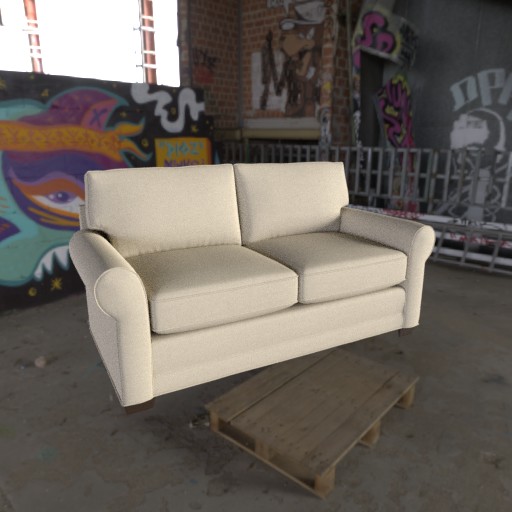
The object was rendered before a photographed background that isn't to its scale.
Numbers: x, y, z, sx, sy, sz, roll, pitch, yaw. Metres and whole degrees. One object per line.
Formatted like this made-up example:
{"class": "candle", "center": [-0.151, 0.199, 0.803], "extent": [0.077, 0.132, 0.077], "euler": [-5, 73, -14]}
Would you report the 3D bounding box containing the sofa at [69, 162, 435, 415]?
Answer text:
{"class": "sofa", "center": [0.000, 0.000, 2.354], "extent": [1.774, 0.933, 0.861], "euler": [-8, 17, -28]}
